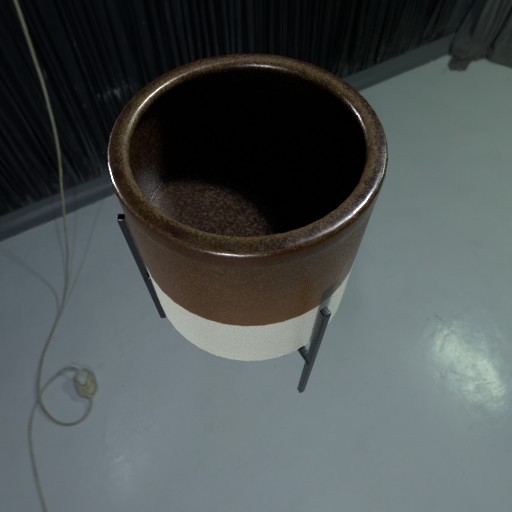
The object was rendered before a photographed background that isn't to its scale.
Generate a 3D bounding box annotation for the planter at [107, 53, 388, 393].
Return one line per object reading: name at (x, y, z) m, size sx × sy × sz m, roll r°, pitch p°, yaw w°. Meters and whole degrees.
planter at (0.000, 0.000, 0.544) m, size 0.255 × 0.375 × 0.269 m, roll -28°, pitch 62°, yaw -16°
